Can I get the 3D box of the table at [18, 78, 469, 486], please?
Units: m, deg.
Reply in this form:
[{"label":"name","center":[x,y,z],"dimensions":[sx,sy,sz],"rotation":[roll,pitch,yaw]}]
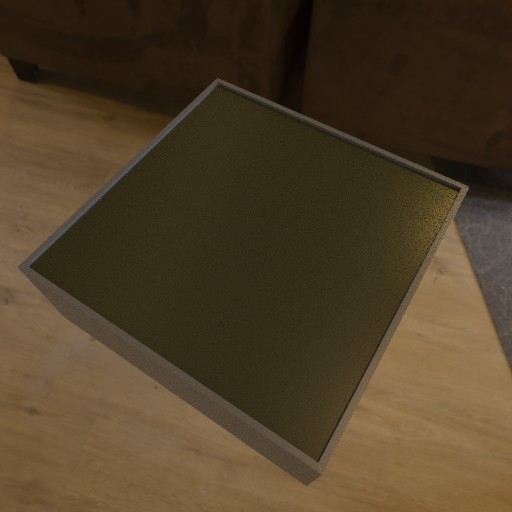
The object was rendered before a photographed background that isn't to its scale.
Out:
[{"label":"table","center":[0.000,0.000,1.217],"dimensions":[0.801,0.299,0.801],"rotation":[29,63,16]}]
